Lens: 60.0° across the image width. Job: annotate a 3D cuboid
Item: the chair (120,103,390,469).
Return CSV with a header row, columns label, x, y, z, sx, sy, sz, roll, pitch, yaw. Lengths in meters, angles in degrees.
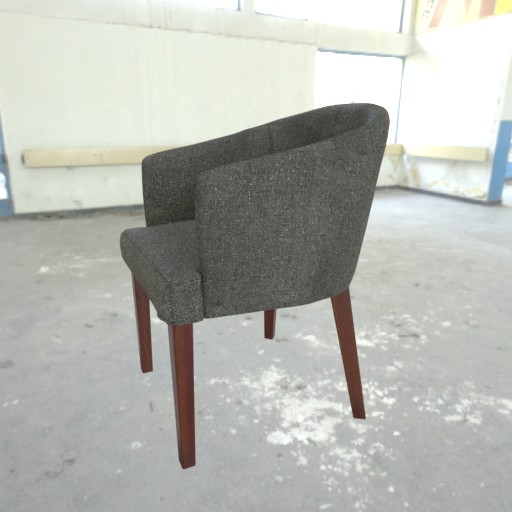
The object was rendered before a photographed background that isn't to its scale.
label,x,y,z,sx,sy,sz,roll,pitch,yaw
chair,0.000,0.000,1.225,0.655,0.811,0.583,-8,18,-24
